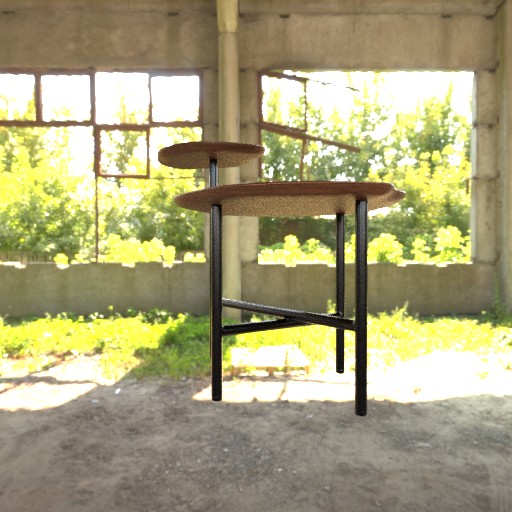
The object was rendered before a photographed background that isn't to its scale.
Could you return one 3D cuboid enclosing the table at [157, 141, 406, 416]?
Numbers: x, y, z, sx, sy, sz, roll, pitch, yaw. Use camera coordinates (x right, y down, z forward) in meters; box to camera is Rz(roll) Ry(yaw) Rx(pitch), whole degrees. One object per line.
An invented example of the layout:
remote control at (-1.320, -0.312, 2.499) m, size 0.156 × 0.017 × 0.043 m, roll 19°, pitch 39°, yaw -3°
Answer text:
table at (0.000, 0.000, 1.013) m, size 0.442 × 0.538 × 0.759 m, roll 0°, pitch 1°, yaw -34°
